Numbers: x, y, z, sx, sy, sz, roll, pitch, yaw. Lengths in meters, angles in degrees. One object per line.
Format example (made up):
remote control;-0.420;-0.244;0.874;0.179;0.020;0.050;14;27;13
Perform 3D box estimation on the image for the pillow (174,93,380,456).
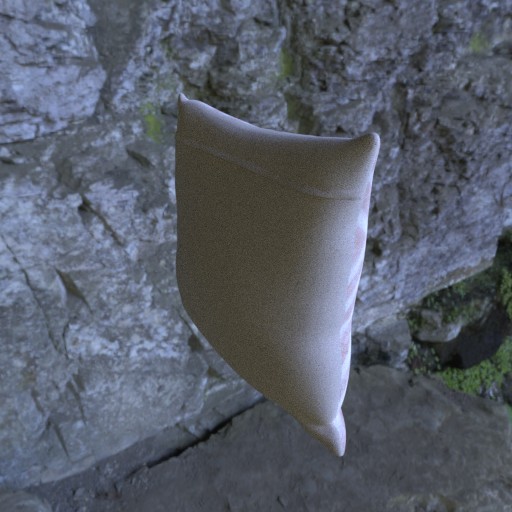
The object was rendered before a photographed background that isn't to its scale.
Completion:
pillow;0.000;0.000;0.678;0.182;0.441;0.440;-18;32;-31
